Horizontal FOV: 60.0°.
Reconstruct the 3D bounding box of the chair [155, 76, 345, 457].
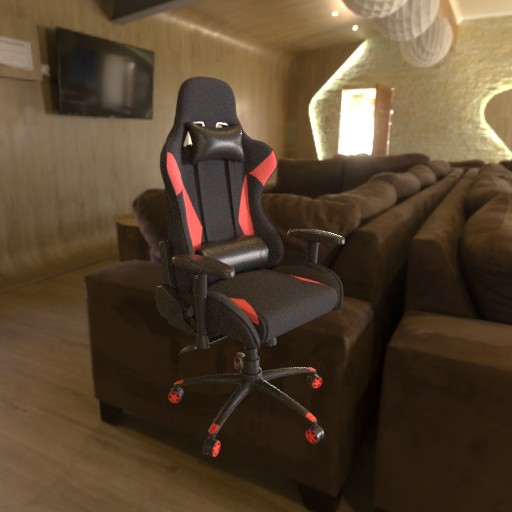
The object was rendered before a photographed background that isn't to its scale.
[{"bbox_3d":[0.000,0.000,1.698,0.658,1.326,0.695,13,20,41],"label":"chair"}]
